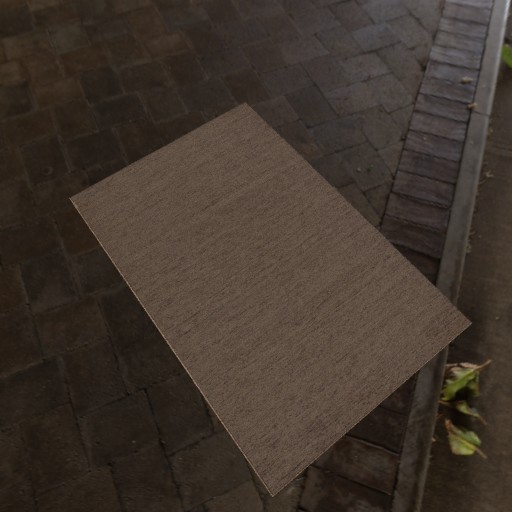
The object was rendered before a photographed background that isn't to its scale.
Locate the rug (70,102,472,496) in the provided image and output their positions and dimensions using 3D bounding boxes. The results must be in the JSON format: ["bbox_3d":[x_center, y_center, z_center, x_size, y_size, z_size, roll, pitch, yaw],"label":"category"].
[{"bbox_3d":[0.000,0.000,2.310,1.225,0.013,1.840,-34,68,-16],"label":"rug"}]
